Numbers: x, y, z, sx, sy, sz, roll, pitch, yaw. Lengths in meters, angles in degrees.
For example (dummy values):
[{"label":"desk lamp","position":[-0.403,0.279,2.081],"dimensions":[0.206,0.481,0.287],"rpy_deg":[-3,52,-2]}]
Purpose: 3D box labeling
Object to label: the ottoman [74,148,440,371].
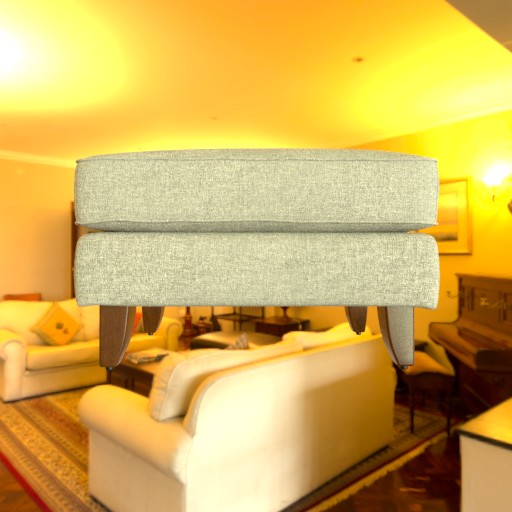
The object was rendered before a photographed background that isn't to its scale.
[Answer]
[{"label":"ottoman","position":[0.000,0.000,1.339],"dimensions":[0.889,0.561,0.661],"rpy_deg":[0,-1,-1]}]
